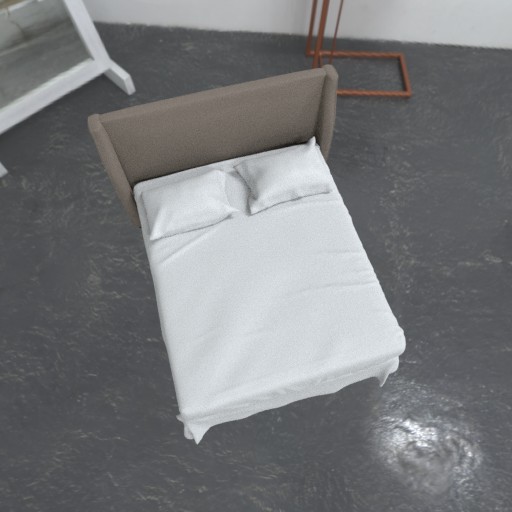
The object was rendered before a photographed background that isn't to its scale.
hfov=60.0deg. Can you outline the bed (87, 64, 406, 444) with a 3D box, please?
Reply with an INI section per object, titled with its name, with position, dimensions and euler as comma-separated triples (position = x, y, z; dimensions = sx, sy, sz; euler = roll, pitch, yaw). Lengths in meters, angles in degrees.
[bed]
position = 0.000, 0.000, 3.441
dimensions = 1.925, 1.332, 2.276
euler = -15, 65, -7
